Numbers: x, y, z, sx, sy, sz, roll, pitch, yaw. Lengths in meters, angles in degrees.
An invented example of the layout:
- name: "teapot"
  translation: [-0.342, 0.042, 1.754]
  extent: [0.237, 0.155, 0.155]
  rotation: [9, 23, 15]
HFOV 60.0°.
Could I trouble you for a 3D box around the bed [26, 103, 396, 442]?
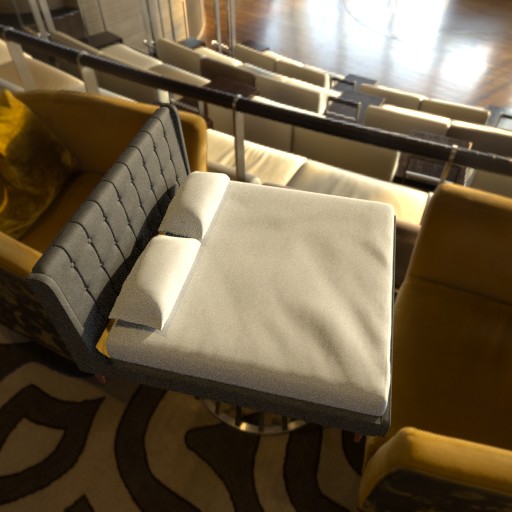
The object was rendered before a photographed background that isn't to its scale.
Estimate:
- name: "bed"
  translation: [0.000, 0.000, 2.558]
  extent: [1.638, 0.933, 1.531]
  rotation: [10, 47, 9]
